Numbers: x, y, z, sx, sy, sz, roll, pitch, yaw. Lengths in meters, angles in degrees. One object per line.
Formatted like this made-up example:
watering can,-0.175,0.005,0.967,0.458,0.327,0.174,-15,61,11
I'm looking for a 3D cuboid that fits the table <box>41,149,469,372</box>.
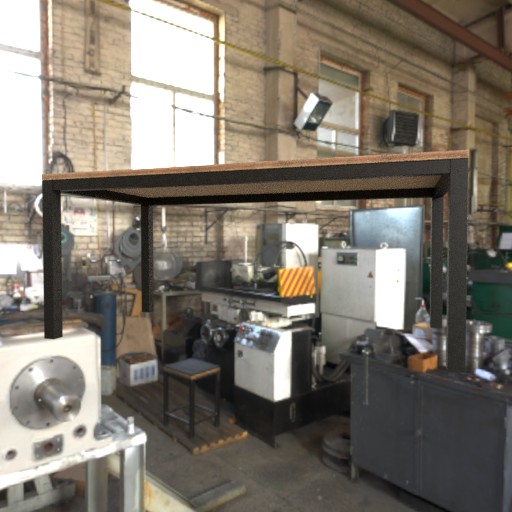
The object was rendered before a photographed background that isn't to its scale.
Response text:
table,0.000,0.000,2.219,1.805,0.767,0.893,1,2,18
